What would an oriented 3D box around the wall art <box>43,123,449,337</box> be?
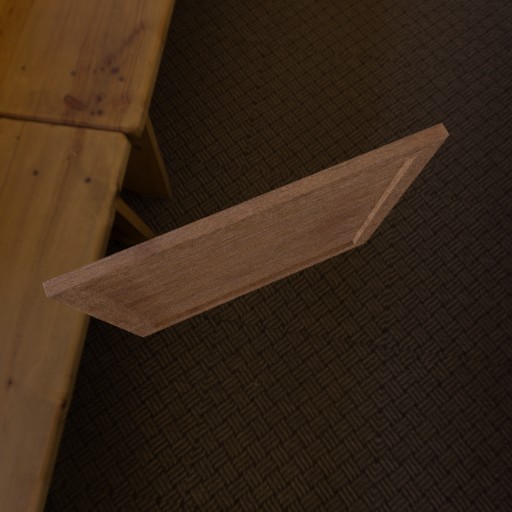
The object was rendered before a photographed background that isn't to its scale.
[{"bbox_3d":[0.000,0.000,0.985,0.690,0.588,0.026,-23,75,-6],"label":"wall art"}]
